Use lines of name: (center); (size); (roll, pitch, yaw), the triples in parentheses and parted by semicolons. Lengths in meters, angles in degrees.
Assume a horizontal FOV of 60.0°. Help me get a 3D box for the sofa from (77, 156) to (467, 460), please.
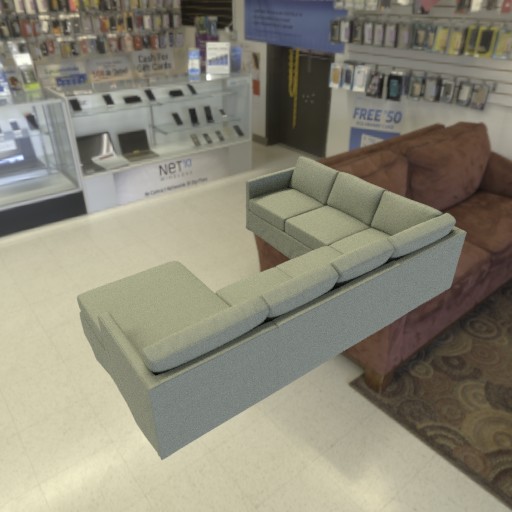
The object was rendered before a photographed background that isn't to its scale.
sofa: (0.000, 0.000, 4.501); (3.460, 0.882, 2.427); (-21, 38, -30)
